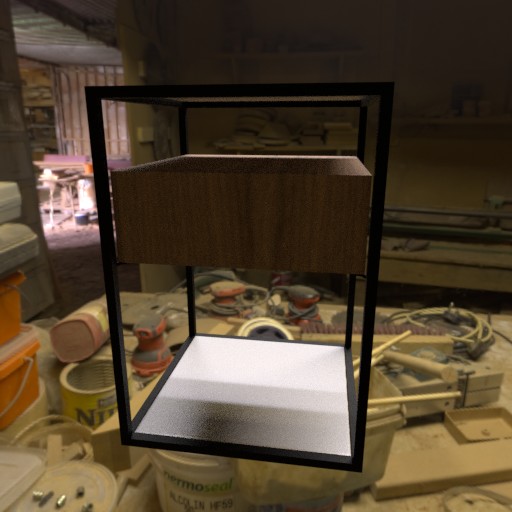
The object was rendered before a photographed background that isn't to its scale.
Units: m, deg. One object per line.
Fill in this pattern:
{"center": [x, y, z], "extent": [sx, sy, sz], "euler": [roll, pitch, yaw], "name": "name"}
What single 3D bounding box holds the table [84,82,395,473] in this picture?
{"center": [0.000, 0.000, 0.785], "extent": [0.378, 0.540, 0.378], "euler": [3, 17, 9], "name": "table"}
